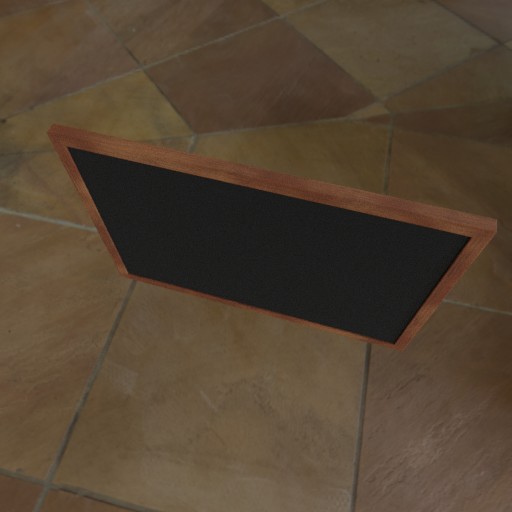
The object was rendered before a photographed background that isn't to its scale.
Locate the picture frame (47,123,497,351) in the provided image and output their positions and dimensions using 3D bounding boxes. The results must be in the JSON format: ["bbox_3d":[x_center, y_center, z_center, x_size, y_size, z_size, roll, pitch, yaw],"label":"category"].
[{"bbox_3d":[0.000,0.000,1.180,0.950,0.640,0.029,14,59,9],"label":"picture frame"}]
